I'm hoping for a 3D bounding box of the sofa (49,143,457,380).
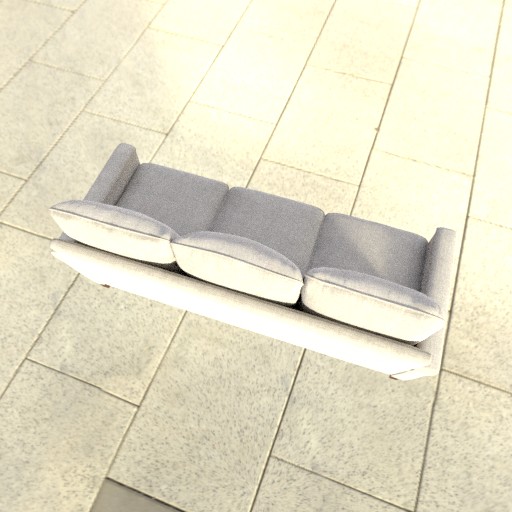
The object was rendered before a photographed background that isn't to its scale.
[{"bbox_3d":[0.000,0.000,2.357,1.925,0.959,0.828,16,63,9],"label":"sofa"}]
